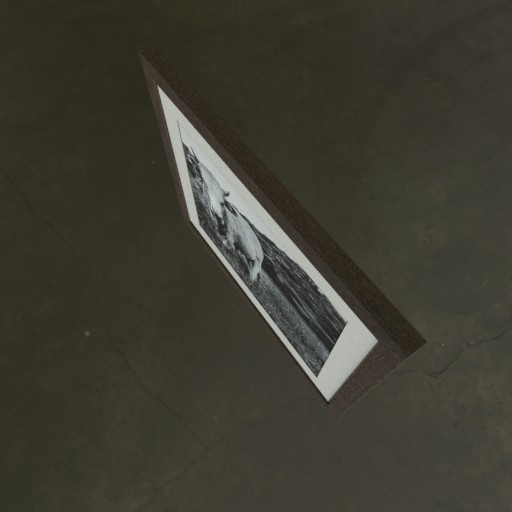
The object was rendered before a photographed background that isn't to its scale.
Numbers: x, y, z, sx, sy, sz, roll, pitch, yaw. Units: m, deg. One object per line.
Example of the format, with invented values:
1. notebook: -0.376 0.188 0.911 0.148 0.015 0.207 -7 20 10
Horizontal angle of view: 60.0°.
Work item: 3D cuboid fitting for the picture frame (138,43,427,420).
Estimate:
1. picture frame: 0.000 0.000 0.739 0.026 0.455 0.546 -32 67 -16
